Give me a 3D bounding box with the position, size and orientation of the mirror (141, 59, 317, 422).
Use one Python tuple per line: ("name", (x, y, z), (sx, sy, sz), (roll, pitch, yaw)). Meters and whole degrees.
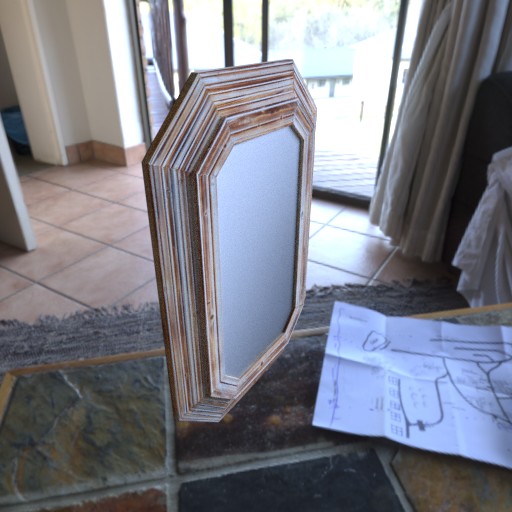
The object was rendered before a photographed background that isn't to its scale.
("mirror", (0.000, 0.000, 1.279), (0.061, 1.015, 0.709), (18, 33, 30))
